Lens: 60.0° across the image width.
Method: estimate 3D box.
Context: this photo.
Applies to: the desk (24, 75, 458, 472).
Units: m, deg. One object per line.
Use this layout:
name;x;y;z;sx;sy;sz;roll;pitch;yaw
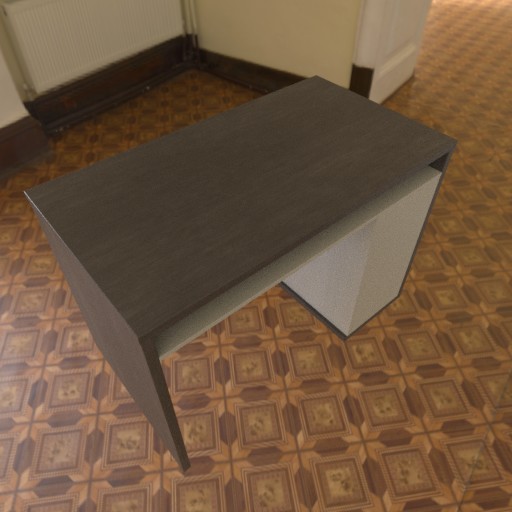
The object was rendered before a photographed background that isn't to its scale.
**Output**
desk;0.000;0.000;1.526;1.100;0.750;0.600;-31;53;-27
